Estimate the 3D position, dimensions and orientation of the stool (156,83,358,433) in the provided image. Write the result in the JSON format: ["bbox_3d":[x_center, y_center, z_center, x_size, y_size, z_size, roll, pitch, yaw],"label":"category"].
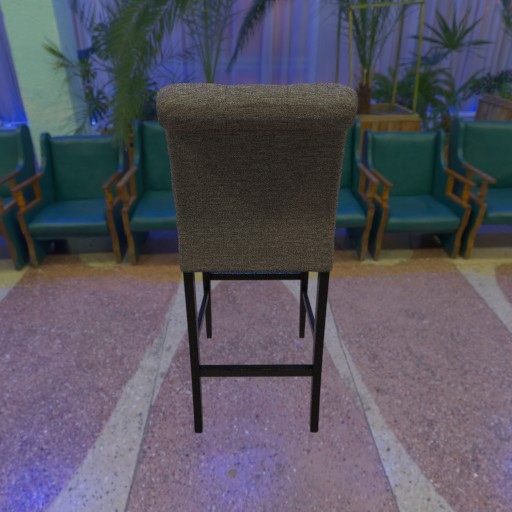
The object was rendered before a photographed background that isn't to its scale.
[{"bbox_3d":[0.000,0.000,1.459,0.452,1.131,0.613,0,29,0],"label":"stool"}]
